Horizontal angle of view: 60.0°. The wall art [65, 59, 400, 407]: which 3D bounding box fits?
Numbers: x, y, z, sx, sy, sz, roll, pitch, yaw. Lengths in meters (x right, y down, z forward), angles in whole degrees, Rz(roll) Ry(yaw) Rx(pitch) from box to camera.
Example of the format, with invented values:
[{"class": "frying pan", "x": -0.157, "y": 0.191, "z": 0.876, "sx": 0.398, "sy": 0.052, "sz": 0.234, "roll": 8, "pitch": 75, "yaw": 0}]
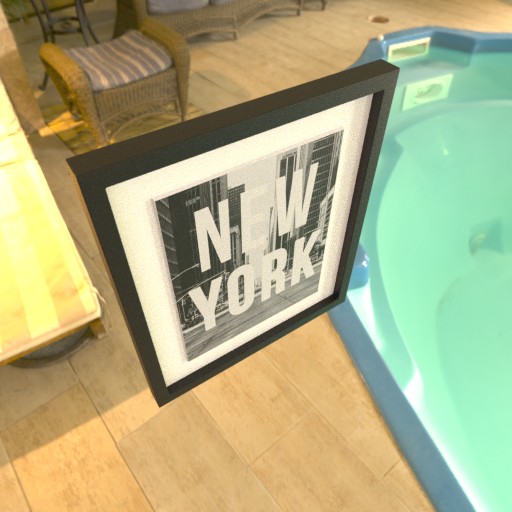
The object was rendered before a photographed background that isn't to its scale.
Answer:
[{"class": "wall art", "x": 0.000, "y": 0.000, "z": 0.527, "sx": 0.328, "sy": 0.381, "sz": 0.028, "roll": -26, "pitch": 52, "yaw": -22}]
